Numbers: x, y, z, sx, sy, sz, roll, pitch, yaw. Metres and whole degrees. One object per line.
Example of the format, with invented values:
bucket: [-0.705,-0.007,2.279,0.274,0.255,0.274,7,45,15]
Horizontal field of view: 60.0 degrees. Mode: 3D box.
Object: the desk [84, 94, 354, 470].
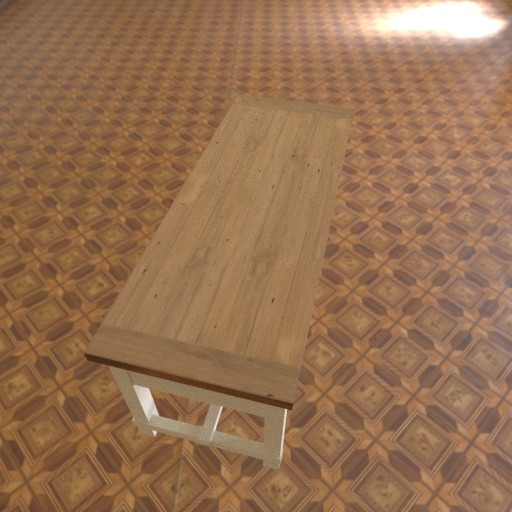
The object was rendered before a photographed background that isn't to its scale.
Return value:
desk: [0.000,0.000,2.249,0.688,0.762,1.803,11,48,10]
